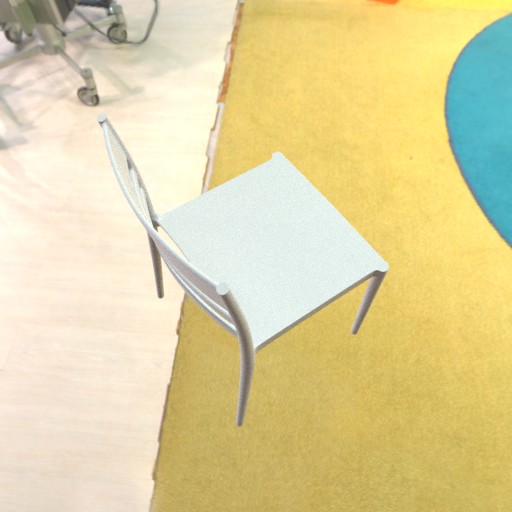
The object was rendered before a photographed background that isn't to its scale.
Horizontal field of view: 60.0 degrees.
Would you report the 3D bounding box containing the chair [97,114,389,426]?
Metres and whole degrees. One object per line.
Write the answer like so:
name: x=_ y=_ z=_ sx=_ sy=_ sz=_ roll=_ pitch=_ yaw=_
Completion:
chair: x=0.000 y=0.000 z=1.162 sx=0.511 sy=0.800 sz=0.531 roll=-30 pitch=63 yaw=-17
